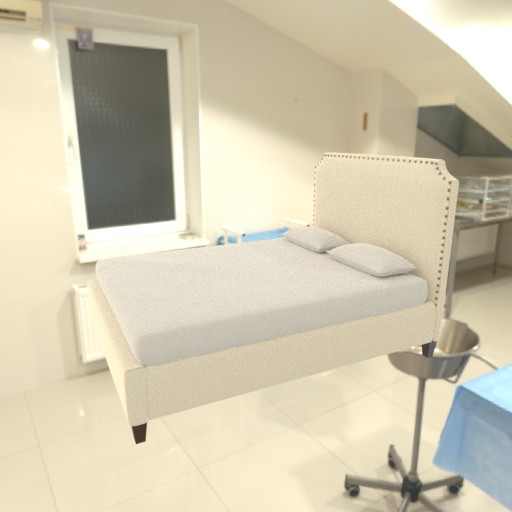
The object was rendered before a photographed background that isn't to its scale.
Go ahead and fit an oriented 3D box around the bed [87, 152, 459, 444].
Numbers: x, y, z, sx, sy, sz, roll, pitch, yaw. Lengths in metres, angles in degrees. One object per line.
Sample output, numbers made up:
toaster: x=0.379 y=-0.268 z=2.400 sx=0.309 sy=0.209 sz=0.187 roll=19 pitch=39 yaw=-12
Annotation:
bed: x=0.000 y=0.000 z=3.464 sx=2.372 sy=1.497 sz=1.712 roll=-8 pitch=17 yaw=-25
